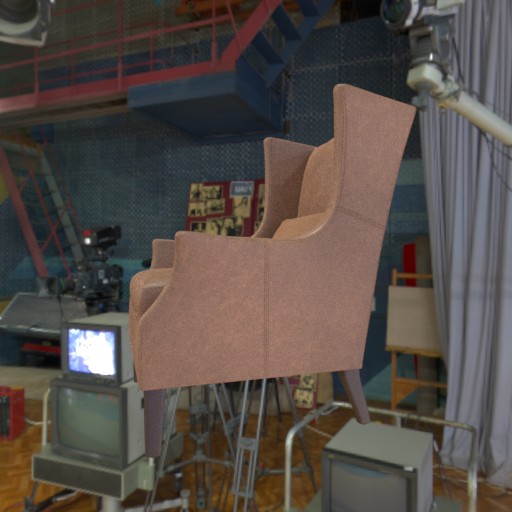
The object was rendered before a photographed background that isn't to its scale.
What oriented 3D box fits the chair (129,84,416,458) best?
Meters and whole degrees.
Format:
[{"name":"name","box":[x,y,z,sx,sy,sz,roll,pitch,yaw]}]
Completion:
[{"name":"chair","box":[0.000,0.000,1.680,0.913,1.088,0.815,0,0,-18]}]
